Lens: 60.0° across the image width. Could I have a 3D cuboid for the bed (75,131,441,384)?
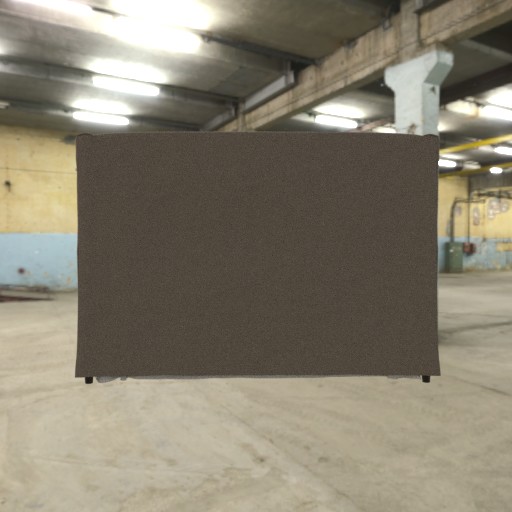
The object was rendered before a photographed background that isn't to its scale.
[{"bbox_3d":[0.000,0.000,3.432,1.925,1.332,2.276,0,1,-1],"label":"bed"}]
